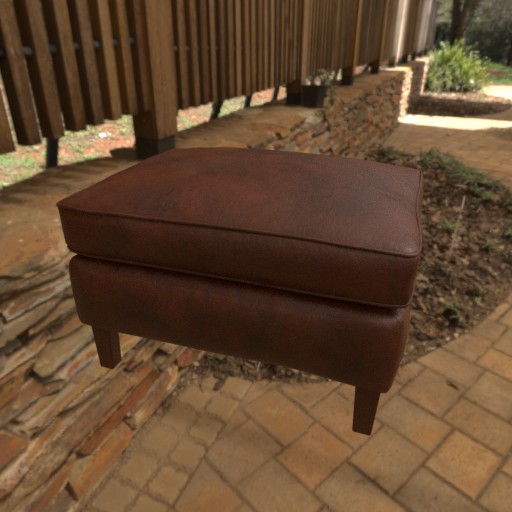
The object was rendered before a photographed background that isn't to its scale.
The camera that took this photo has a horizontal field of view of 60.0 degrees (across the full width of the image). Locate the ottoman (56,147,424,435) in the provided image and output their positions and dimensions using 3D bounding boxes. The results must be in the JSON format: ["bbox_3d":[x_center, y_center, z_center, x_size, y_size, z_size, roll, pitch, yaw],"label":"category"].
[{"bbox_3d":[0.000,0.000,0.987,0.665,0.432,0.501,9,28,17],"label":"ottoman"}]
